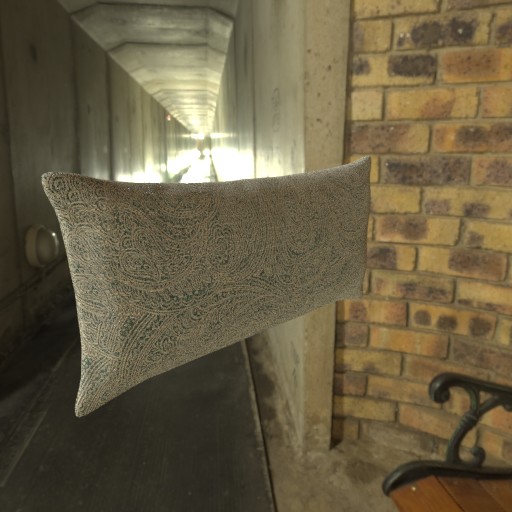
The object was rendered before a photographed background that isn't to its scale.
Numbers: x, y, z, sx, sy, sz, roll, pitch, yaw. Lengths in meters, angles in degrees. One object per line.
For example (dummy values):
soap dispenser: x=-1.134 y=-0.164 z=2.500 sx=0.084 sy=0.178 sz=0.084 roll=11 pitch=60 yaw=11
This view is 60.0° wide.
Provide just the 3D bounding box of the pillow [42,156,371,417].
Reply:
pillow: x=0.000 y=0.000 z=0.703 sx=0.615 sy=0.295 sz=0.151 roll=-14 pitch=21 yaw=-42
